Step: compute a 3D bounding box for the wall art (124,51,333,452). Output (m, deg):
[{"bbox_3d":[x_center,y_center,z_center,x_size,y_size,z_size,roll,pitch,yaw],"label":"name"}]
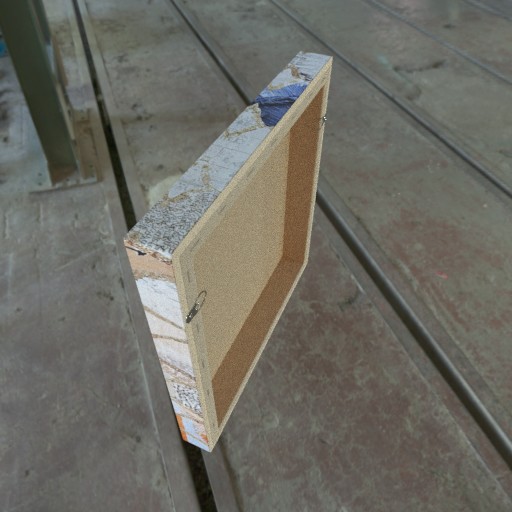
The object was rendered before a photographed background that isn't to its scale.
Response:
[{"bbox_3d":[0.000,0.000,0.460,0.036,0.304,0.303,18,49,17],"label":"wall art"}]
